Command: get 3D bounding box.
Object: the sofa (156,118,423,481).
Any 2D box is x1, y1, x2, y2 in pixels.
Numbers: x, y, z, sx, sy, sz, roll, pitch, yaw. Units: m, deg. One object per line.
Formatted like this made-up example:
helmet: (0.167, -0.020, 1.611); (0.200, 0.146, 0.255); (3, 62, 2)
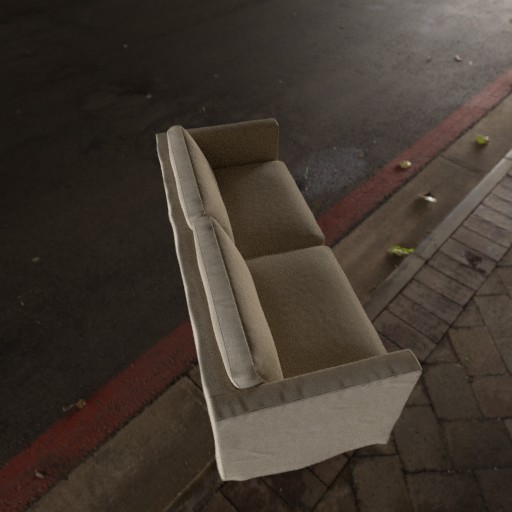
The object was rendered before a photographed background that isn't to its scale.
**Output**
sofa: (0.000, 0.000, 2.776); (0.956, 0.847, 2.296); (-11, 46, -10)
